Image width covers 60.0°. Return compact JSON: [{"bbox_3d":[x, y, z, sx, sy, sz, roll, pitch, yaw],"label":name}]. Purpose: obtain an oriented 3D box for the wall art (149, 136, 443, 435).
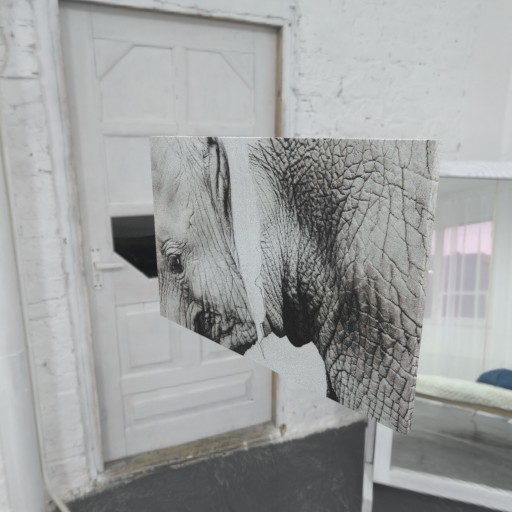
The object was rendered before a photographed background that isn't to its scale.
[{"bbox_3d":[0.000,0.000,1.467,1.141,0.758,0.035,15,21,42],"label":"wall art"}]
